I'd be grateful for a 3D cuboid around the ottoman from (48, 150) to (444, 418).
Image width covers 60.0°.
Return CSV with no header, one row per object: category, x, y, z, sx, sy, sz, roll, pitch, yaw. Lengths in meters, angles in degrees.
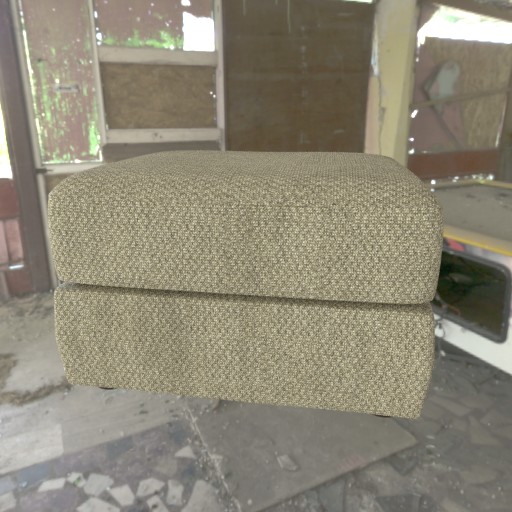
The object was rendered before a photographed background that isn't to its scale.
ottoman,0.000,0.000,1.079,0.751,0.476,0.603,3,18,9
